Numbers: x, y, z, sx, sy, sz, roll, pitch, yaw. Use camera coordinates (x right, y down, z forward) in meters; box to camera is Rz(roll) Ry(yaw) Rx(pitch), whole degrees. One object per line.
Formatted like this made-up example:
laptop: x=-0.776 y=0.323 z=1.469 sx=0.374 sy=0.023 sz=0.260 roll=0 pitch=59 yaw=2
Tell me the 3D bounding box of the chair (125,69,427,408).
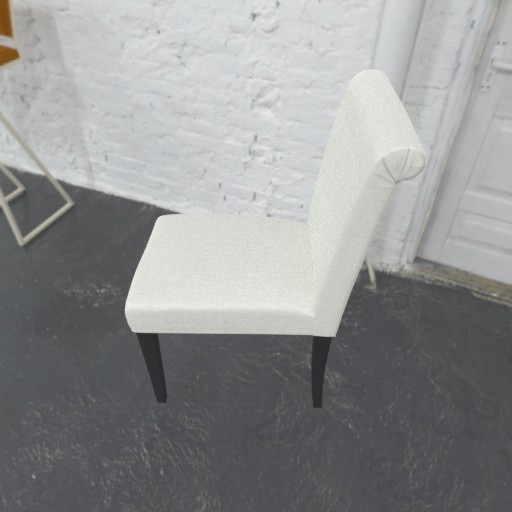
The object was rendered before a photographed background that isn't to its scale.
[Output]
chair: x=0.000 y=0.000 z=1.353 sx=0.708 sy=0.976 sz=0.452 roll=2 pitch=41 yaw=2
